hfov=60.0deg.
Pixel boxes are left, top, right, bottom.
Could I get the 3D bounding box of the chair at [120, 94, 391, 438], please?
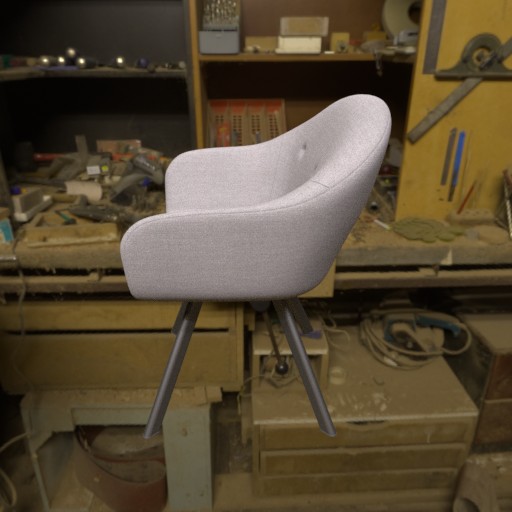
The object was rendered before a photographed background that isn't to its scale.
[{"bbox_3d":[0.000,0.000,1.141,0.570,0.780,0.540,0,26,-1],"label":"chair"}]
